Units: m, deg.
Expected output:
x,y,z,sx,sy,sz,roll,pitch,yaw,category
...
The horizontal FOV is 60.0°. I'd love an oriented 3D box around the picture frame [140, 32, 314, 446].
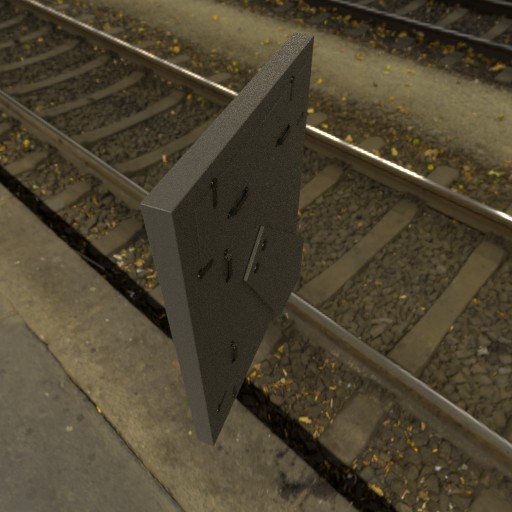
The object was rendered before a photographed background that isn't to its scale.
x,y,z,sx,sy,sz,roll,pitch,yaw,category
0.000,0.000,0.511,0.036,0.383,0.307,16,49,15,picture frame
